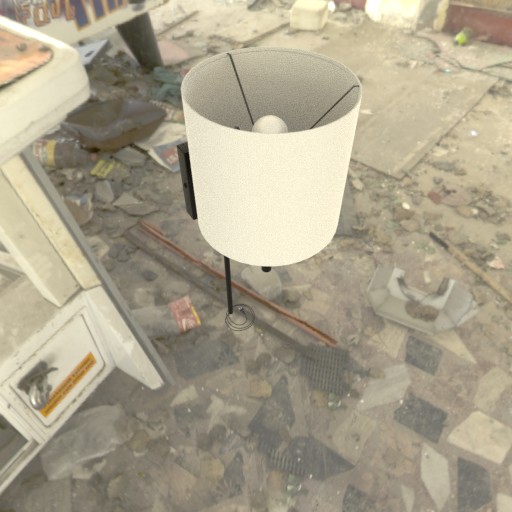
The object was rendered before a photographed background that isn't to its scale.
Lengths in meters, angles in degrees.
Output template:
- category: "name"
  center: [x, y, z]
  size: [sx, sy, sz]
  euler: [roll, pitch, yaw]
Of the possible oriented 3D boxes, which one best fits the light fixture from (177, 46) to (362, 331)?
- category: "light fixture"
  center: [0.000, 0.000, 0.698]
  size: [0.188, 0.589, 0.248]
  euler: [-25, 52, -21]
